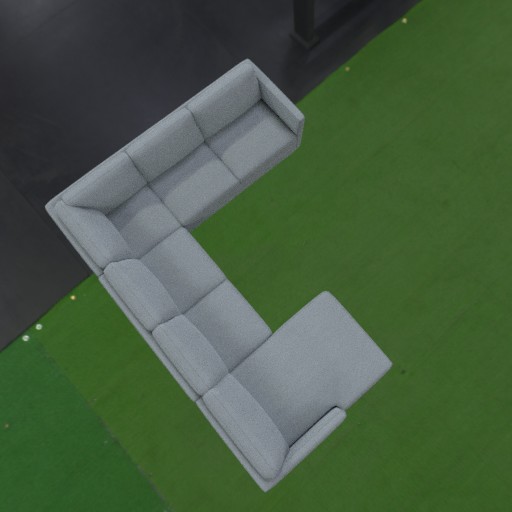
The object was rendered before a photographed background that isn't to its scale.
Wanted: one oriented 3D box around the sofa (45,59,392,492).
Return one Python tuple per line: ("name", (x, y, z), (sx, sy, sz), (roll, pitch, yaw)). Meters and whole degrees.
("sofa", (0.000, 0.000, 4.303), (2.551, 0.853, 3.238), (-39, 79, -9))
